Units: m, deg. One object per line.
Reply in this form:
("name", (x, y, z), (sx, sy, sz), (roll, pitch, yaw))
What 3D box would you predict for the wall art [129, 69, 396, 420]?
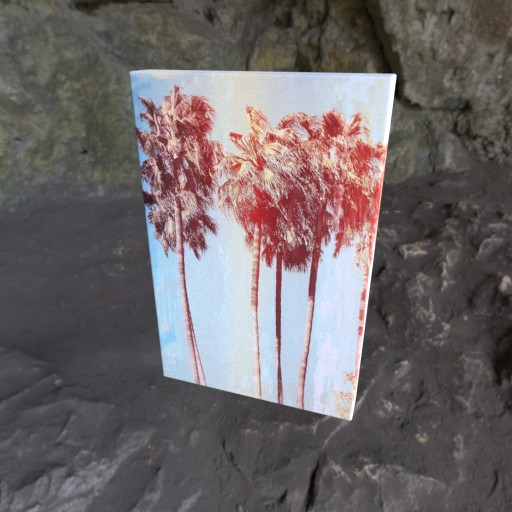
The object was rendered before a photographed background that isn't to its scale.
("wall art", (0.000, 0.000, 0.496), (0.251, 0.380, 0.039), (8, 27, 17))
